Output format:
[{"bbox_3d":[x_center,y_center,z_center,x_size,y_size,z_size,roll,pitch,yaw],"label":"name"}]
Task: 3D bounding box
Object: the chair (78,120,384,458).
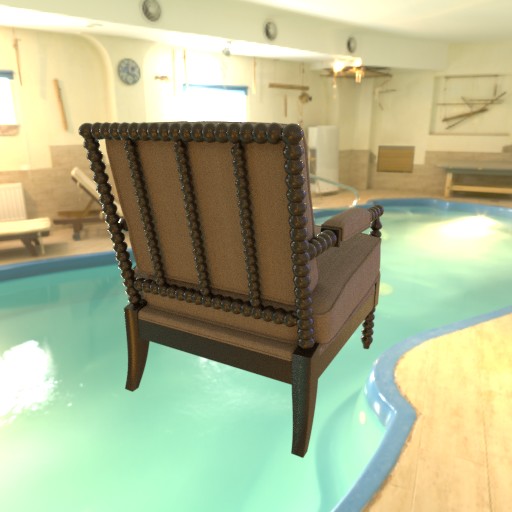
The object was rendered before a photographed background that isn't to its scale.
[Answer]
[{"bbox_3d":[0.000,0.000,1.133,0.540,0.661,0.622,9,19,28],"label":"chair"}]
